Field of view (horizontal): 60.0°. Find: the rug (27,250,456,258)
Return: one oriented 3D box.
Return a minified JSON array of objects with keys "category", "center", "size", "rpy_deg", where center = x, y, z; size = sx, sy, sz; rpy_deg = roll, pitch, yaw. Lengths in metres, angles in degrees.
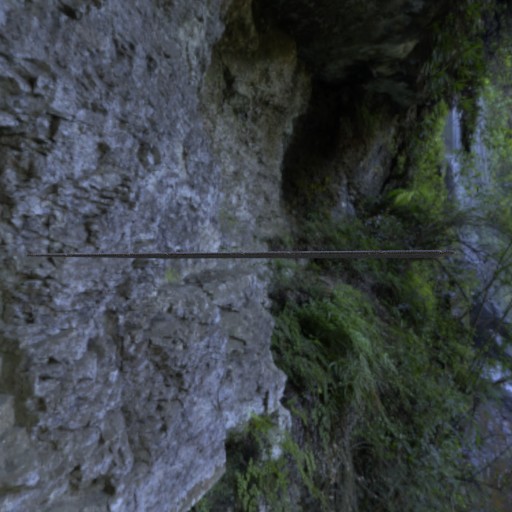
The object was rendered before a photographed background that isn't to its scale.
[{"category":"rug","center":[0.000,0.000,2.342],"size":[1.836,0.012,1.239],"rpy_deg":[0,-1,20]}]
